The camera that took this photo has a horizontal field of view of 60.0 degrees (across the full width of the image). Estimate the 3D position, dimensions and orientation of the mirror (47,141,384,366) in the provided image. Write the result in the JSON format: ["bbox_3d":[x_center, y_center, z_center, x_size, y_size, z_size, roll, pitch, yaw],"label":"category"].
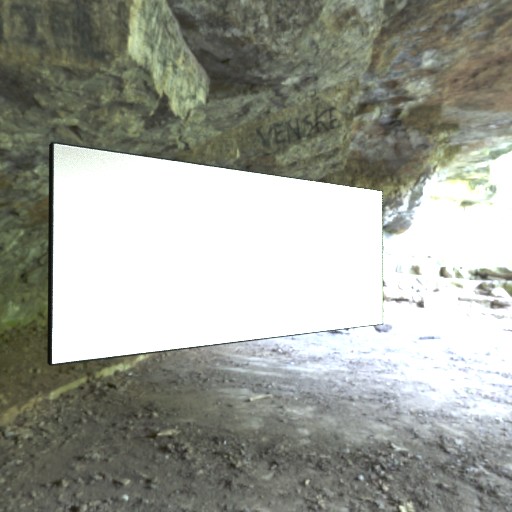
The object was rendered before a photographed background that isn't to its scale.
[{"bbox_3d":[0.000,0.000,1.843,1.584,0.692,0.047,1,-1,-36],"label":"mirror"}]
